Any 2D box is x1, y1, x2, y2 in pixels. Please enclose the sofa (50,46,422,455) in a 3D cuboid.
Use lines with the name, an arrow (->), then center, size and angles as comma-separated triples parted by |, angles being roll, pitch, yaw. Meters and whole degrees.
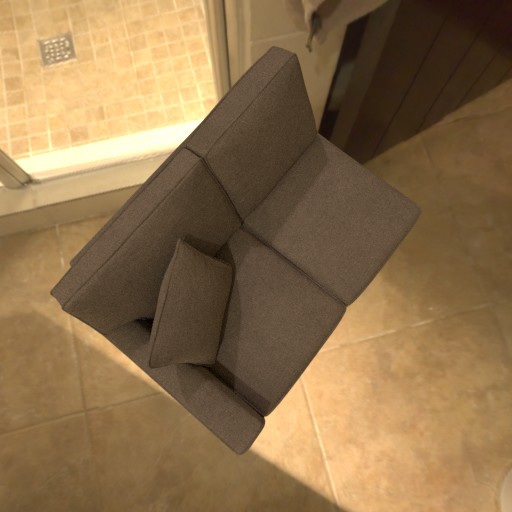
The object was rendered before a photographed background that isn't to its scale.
sofa -> 0.000, 0.000, 2.053 | 0.991, 0.989, 1.388 | 37, 78, 10
